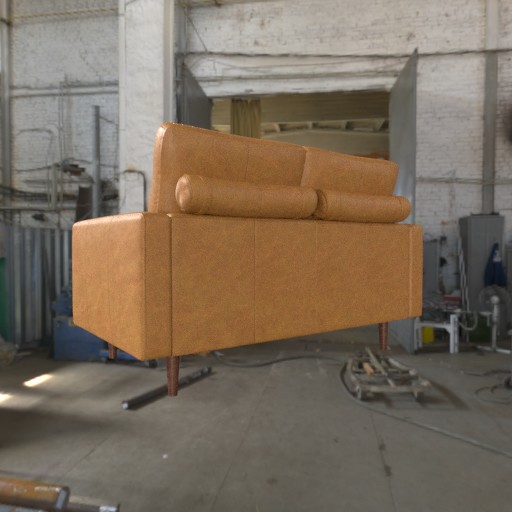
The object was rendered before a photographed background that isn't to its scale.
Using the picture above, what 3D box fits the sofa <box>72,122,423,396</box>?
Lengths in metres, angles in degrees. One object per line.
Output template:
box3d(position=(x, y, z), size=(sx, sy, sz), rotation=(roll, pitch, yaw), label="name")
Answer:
box3d(position=(0.000, 0.000, 2.017), size=(1.430, 0.898, 0.868), rotation=(-1, 2, -36), label="sofa")
